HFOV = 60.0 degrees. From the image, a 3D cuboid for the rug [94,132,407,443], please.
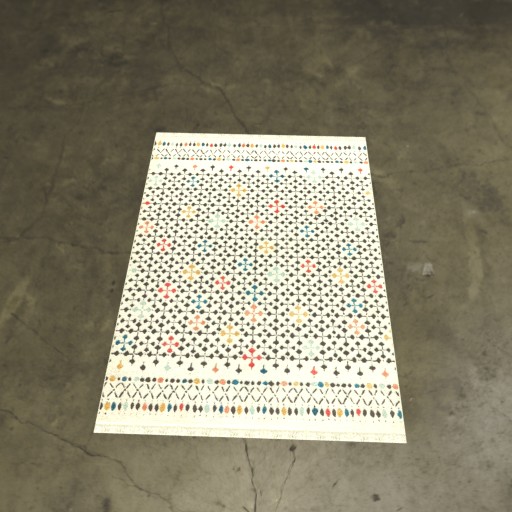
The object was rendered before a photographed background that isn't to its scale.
[{"bbox_3d":[0.000,0.000,2.026,1.146,0.006,1.556,2,59,1],"label":"rug"}]
